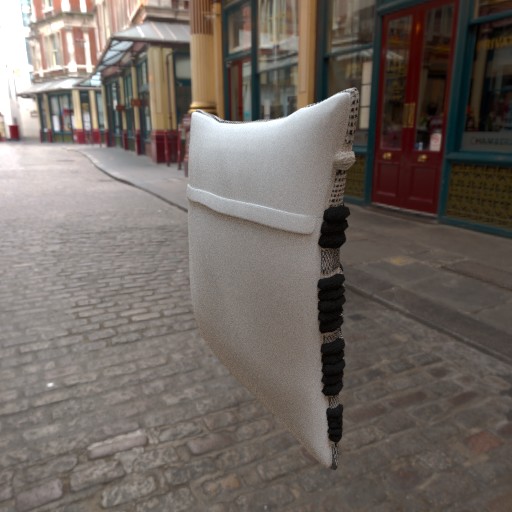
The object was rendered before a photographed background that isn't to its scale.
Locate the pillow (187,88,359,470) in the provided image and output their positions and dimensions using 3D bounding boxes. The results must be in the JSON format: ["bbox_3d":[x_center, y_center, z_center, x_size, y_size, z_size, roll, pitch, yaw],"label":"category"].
[{"bbox_3d":[0.000,0.000,0.666,0.156,0.438,0.436,-8,17,-27],"label":"pillow"}]
